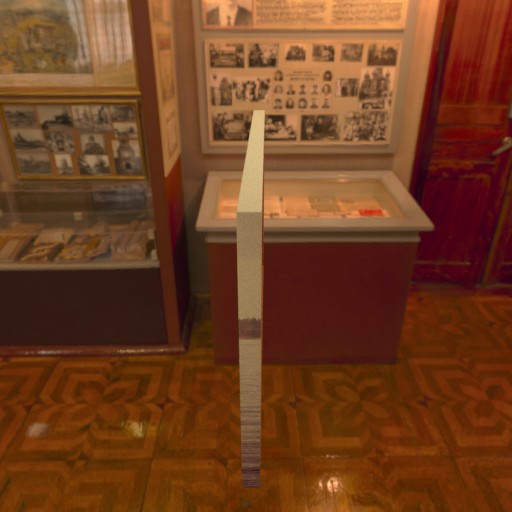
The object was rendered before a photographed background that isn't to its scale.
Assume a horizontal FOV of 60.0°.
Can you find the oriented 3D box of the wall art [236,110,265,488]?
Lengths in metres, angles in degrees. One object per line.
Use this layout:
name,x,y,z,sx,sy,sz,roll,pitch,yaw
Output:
wall art,0.000,0.000,1.183,0.037,0.609,0.916,1,27,1
